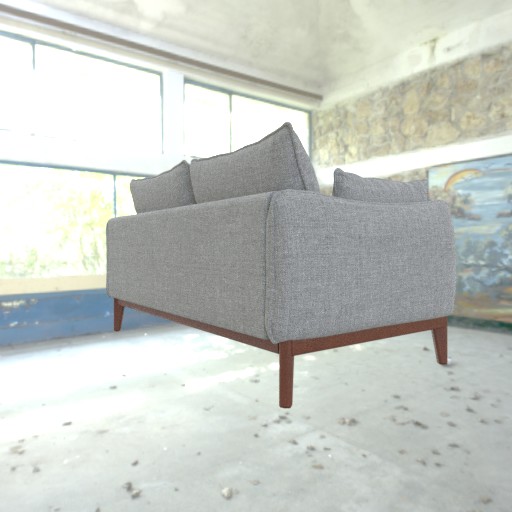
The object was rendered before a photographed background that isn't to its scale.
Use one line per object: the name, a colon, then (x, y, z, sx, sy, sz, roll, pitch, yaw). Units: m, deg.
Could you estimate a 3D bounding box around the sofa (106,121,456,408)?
sofa: (0.000, 0.000, 2.121, 0.972, 0.851, 1.580, -1, 1, -36)
